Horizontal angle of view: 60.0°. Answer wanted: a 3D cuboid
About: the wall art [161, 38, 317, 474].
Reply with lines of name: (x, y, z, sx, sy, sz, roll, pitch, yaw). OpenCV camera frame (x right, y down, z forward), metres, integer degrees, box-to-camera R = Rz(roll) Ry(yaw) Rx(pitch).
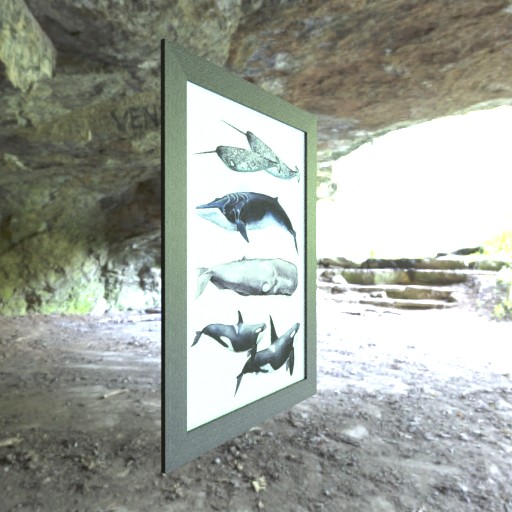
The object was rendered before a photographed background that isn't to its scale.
wall art: (0.000, 0.000, 1.466, 0.016, 1.116, 0.810, 0, 0, 36)
